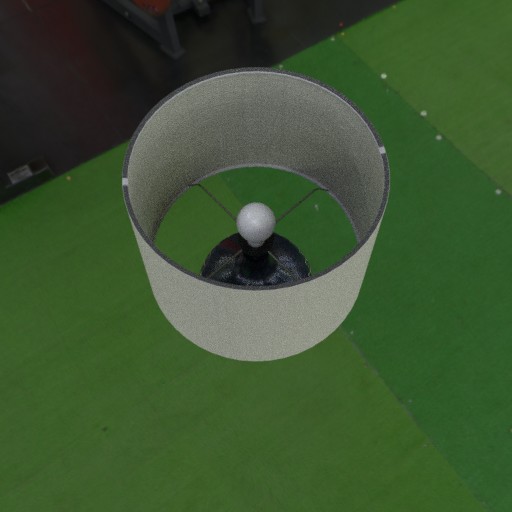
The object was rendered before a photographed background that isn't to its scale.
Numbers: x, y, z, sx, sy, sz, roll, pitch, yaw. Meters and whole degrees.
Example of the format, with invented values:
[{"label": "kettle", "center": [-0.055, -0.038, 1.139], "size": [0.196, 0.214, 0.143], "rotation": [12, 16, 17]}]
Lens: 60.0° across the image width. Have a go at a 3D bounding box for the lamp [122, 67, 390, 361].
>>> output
[{"label": "lamp", "center": [0.000, 0.000, 0.786], "size": [0.376, 0.540, 0.376], "rotation": [0, 66, 0]}]
